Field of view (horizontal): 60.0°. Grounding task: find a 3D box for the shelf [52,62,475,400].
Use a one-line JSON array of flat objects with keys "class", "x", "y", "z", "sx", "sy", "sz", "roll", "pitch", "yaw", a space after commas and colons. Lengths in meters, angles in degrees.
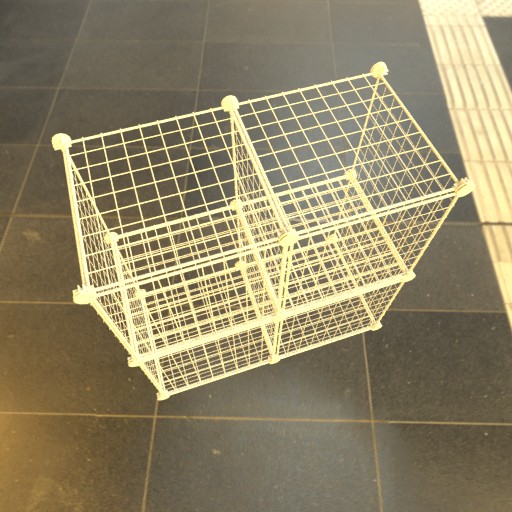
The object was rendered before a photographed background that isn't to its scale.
[{"class": "shelf", "x": 0.000, "y": 0.000, "z": 1.121, "sx": 0.711, "sy": 0.711, "sz": 0.356, "roll": -16, "pitch": 61, "yaw": -9}]
